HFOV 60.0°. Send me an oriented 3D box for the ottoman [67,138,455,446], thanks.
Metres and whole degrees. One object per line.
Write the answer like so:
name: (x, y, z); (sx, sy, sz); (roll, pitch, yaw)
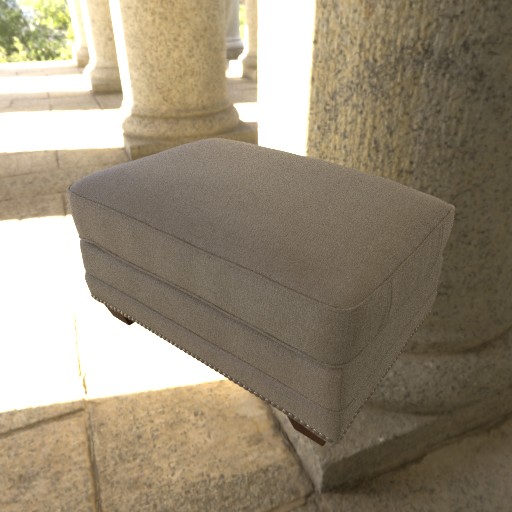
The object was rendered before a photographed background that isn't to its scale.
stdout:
ottoman: (0.000, 0.000, 1.146); (0.813, 0.458, 0.559); (22, 37, 32)
